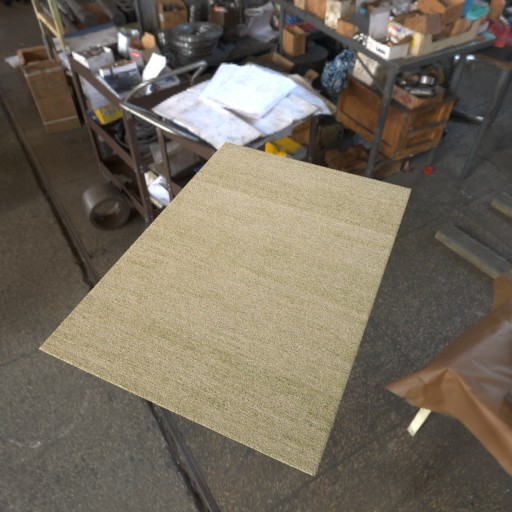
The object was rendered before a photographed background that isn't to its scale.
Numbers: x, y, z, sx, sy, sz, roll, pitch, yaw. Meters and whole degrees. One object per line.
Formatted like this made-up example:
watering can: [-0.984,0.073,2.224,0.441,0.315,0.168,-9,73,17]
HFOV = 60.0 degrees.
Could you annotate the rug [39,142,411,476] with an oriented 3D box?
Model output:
rug: [0.000,0.000,5.071,2.782,0.025,3.935,18,49,16]
